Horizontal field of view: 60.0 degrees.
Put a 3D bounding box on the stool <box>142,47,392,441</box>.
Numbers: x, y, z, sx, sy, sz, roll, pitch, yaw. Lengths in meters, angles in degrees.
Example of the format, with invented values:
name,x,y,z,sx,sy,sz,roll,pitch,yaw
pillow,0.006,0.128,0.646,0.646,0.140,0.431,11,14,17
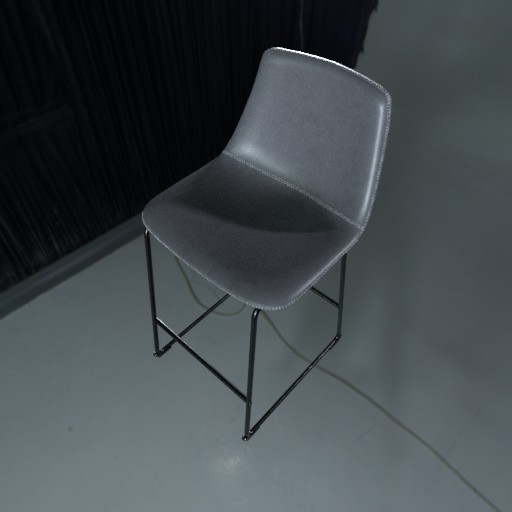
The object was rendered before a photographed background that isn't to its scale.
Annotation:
name,x,y,z,sx,sy,sz,roll,pitch,yaw
stool,0.000,0.000,1.190,0.470,0.876,0.546,34,56,27
